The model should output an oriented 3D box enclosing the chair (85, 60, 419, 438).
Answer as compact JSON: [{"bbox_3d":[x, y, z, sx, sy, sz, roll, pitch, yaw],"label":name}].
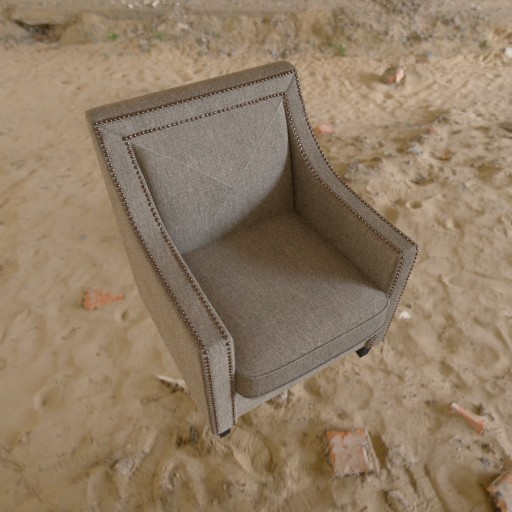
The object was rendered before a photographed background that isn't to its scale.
[{"bbox_3d":[0.000,0.000,1.610,0.776,0.967,0.884,-23,50,-21],"label":"chair"}]
